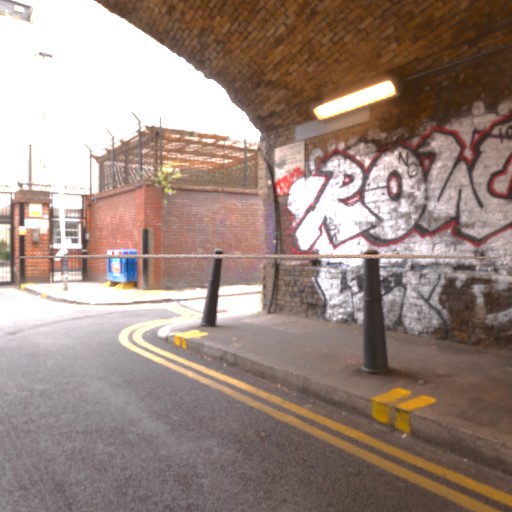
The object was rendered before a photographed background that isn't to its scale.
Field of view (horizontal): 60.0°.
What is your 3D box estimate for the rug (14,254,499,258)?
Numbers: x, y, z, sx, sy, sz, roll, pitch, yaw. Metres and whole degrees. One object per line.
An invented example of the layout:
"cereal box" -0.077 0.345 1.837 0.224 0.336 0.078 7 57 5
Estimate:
"rug" 0.000 0.000 2.979 2.457 0.009 1.512 0 1 2
